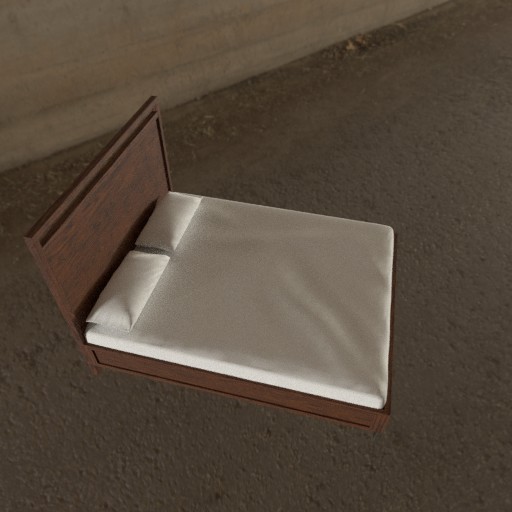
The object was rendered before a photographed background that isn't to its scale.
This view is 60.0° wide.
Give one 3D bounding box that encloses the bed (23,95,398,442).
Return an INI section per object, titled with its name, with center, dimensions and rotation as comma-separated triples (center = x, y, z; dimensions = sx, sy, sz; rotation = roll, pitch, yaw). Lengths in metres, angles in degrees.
[bed]
center = 0.000, 0.000, 3.392
dimensions = 2.218, 1.487, 1.765
rotation = 10, 46, 10
